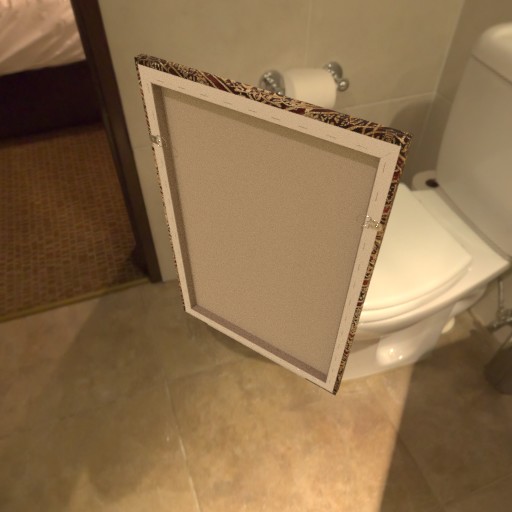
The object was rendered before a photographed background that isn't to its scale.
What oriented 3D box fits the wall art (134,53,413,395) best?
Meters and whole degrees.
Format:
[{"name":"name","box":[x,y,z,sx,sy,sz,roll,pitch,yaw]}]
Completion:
[{"name":"wall art","box":[0.000,0.000,0.771,0.397,0.599,0.020,25,52,22]}]
